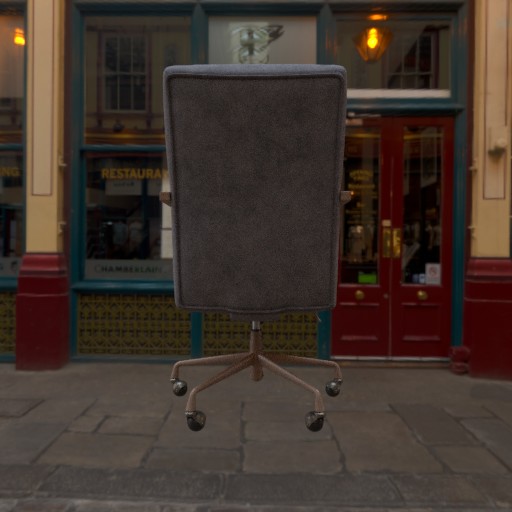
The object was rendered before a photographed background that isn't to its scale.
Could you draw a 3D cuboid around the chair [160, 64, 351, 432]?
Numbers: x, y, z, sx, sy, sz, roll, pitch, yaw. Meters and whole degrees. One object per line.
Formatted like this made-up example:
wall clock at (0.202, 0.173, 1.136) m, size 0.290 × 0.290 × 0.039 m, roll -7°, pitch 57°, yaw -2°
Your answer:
chair at (0.000, 0.000, 1.505) m, size 0.640 × 1.029 × 0.741 m, roll 0°, pitch -1°, yaw 1°
